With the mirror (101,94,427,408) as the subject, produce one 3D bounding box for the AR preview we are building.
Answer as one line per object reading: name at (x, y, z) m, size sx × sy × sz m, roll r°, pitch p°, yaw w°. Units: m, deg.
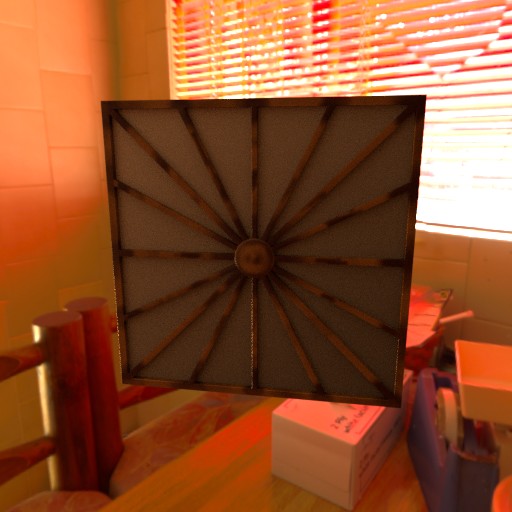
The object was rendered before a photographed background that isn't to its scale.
mirror at (0.000, 0.000, 0.755) m, size 0.509 × 0.507 × 0.042 m, roll 2°, pitch 13°, yaw 9°
